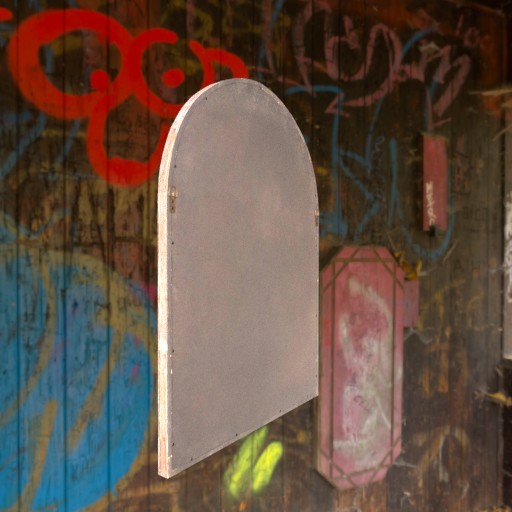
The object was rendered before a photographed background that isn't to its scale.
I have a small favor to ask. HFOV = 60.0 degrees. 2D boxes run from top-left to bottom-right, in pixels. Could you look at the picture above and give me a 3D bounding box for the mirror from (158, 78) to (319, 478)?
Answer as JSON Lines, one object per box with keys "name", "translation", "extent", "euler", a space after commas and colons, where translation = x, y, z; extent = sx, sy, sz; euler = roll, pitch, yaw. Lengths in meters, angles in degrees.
{"name": "mirror", "translation": [0.000, 0.000, 1.191], "extent": [0.032, 0.920, 0.660], "euler": [0, 1, 36]}
